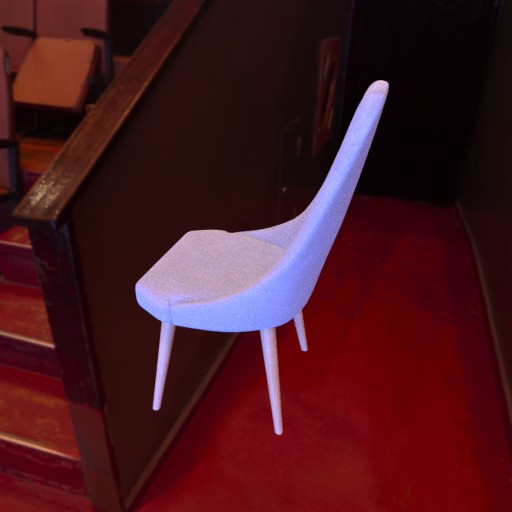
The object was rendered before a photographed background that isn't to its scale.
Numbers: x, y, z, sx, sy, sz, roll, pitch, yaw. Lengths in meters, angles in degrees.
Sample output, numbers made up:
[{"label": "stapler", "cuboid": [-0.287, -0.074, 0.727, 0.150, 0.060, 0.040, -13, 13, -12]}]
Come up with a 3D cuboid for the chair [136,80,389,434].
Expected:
[{"label": "chair", "cuboid": [0.000, 0.000, 1.391, 0.660, 1.040, 0.510, 8, 30, 15]}]
